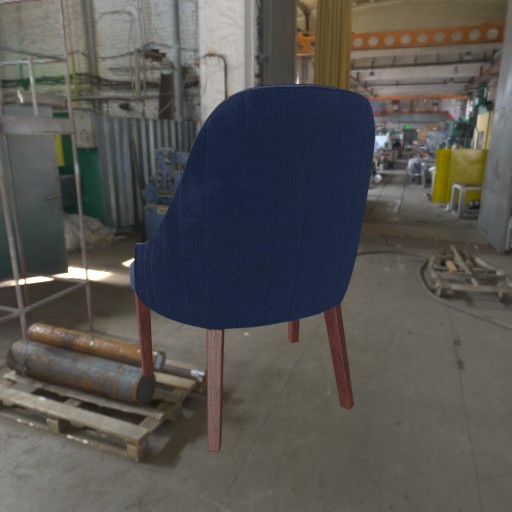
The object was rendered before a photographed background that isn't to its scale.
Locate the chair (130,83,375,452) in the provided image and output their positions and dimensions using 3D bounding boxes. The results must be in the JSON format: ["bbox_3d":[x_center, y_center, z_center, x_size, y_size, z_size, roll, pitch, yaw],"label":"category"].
[{"bbox_3d":[0.000,0.000,1.289,0.643,0.889,0.575,-7,17,-25],"label":"chair"}]
